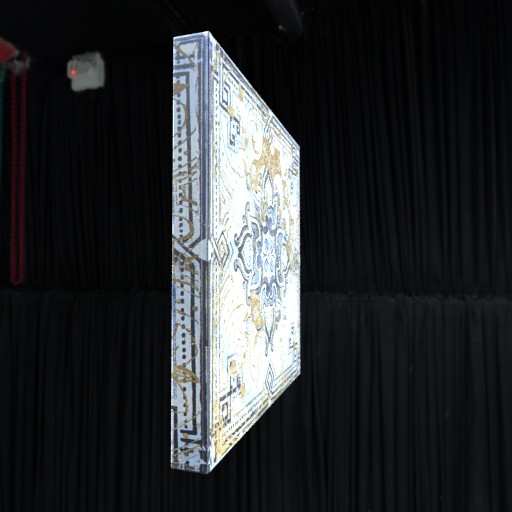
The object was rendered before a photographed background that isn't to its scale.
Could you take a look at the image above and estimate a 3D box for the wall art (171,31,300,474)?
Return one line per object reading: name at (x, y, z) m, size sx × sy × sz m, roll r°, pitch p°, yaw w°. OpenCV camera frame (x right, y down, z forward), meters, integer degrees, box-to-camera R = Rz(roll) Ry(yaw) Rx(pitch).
wall art at (0.000, 0.000, 0.611) m, size 0.038 × 0.410 × 0.411 m, roll -1°, pitch -2°, yaw 17°
